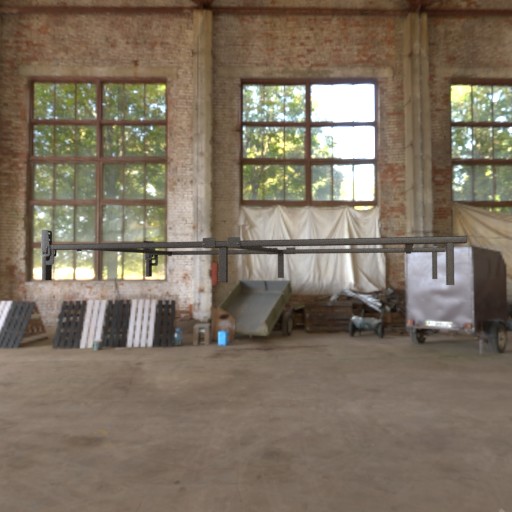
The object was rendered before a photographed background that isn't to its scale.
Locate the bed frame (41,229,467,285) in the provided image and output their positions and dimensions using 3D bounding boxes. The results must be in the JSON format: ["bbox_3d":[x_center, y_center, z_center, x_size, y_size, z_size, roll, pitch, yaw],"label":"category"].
[{"bbox_3d":[0.000,0.000,2.318,1.897,0.248,0.968,-1,-2,19],"label":"bed frame"}]
